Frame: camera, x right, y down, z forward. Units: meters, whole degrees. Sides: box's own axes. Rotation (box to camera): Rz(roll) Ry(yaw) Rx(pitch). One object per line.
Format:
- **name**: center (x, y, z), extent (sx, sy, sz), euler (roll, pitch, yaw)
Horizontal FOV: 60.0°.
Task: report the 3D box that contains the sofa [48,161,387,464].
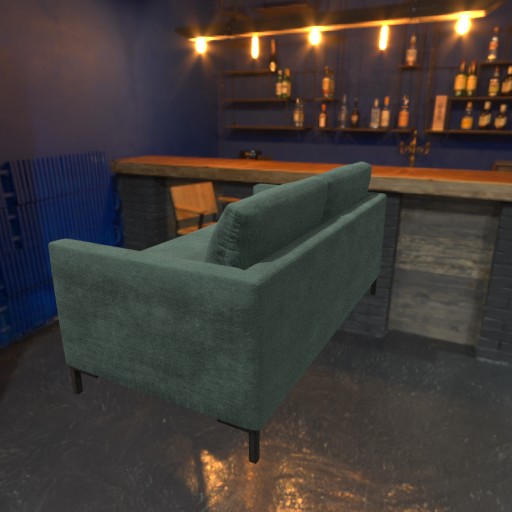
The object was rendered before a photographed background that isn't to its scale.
- **sofa**: center (0.000, 0.000, 2.149), extent (0.875, 0.817, 1.676), euler (9, 19, 26)
